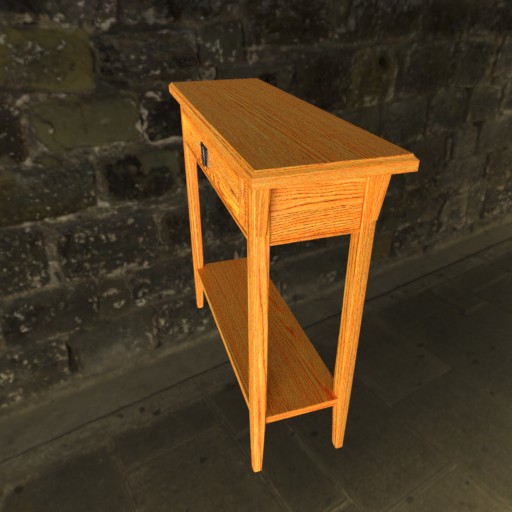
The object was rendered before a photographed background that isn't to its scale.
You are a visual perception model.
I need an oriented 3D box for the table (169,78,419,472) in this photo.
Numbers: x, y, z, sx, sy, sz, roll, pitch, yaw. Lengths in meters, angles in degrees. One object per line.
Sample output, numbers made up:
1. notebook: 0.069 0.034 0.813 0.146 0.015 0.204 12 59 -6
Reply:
1. table: 0.000 0.000 1.096 0.254 0.711 0.762 -9 31 -15
